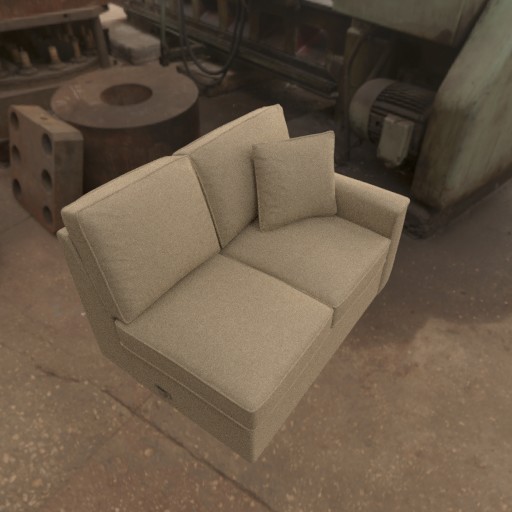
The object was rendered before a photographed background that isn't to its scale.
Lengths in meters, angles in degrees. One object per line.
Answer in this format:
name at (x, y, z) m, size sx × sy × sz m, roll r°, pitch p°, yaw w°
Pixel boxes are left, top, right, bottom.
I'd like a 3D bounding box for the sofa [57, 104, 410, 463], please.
sofa at (0.000, 0.000, 2.148) m, size 0.991 × 0.989 × 1.388 m, roll 25°, pitch 47°, yaw 27°
